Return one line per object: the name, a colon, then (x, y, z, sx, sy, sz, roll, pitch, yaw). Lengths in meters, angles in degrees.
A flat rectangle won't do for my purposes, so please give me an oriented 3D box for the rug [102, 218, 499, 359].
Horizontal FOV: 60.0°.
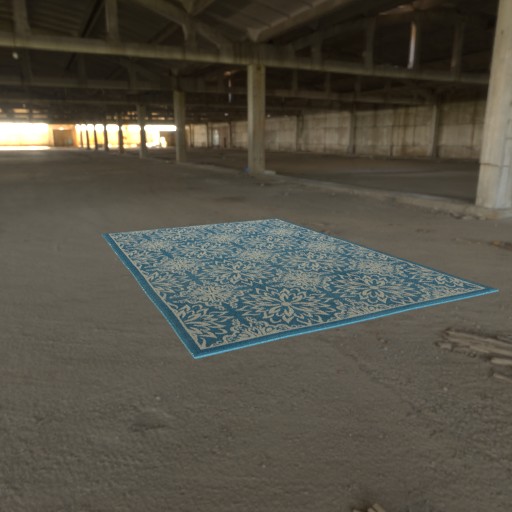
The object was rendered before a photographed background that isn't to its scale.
rug: (0.000, 0.000, 2.782, 1.554, 0.012, 2.205, -7, 17, -25)
